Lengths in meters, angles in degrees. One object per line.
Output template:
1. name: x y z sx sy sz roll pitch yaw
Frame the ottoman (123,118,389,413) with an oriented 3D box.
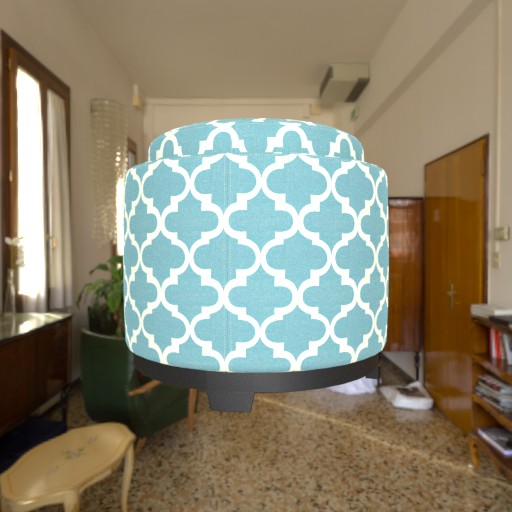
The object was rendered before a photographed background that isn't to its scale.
1. ottoman: 0.000 0.000 0.836 0.480 0.429 0.480 0 1 0
